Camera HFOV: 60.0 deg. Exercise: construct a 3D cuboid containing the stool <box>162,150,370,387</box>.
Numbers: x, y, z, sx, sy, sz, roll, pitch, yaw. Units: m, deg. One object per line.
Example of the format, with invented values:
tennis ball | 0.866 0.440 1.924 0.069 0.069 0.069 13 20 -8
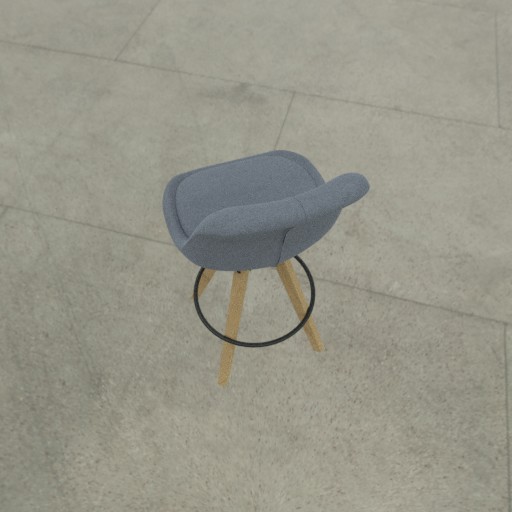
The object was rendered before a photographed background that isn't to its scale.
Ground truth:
stool | 0.000 0.000 1.417 0.485 1.115 0.550 -17 59 -11
